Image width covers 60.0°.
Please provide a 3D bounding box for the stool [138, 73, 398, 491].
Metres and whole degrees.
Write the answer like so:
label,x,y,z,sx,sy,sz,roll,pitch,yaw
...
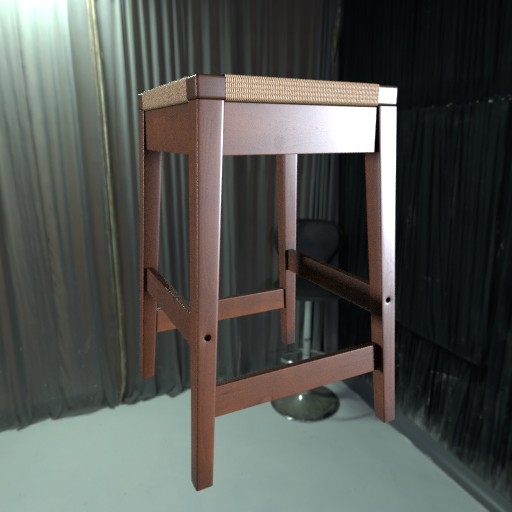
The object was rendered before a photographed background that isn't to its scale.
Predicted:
label,x,y,z,sx,sy,sz,roll,pitch,yaw
stool,0.000,0.000,1.080,0.507,0.762,0.497,-8,17,-26
